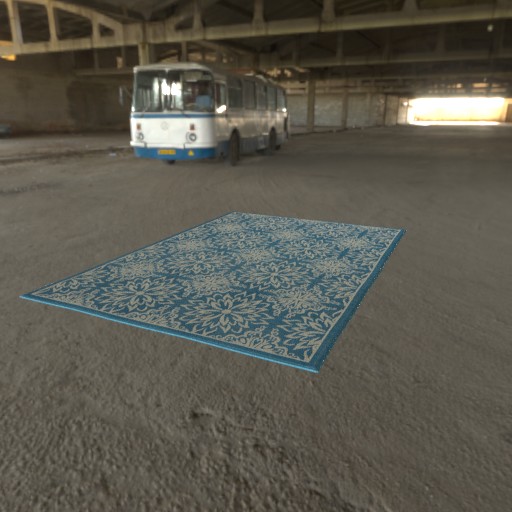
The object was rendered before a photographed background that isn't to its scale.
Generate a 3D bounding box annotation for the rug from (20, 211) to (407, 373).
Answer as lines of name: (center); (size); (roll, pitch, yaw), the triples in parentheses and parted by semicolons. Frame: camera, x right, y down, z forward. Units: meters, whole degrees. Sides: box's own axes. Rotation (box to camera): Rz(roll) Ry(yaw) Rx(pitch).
rug: (0.000, 0.000, 2.829); (1.554, 0.012, 2.205); (8, 20, 24)
